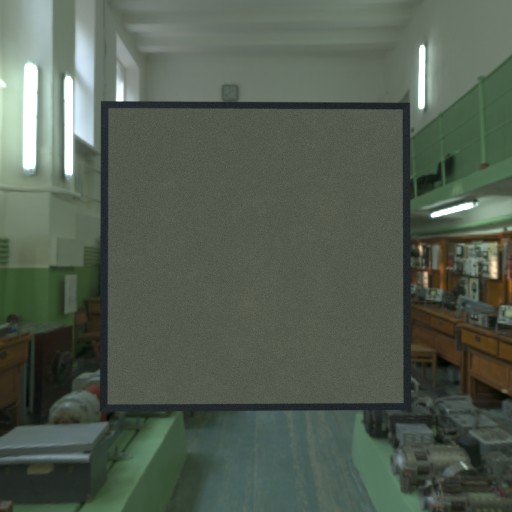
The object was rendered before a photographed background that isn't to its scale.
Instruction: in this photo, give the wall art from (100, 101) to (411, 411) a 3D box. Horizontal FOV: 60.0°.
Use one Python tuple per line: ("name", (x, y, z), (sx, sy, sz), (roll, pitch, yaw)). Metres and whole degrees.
("wall art", (0.000, 0.000, 0.449), (0.302, 0.300, 0.036), (0, -1, -1))
